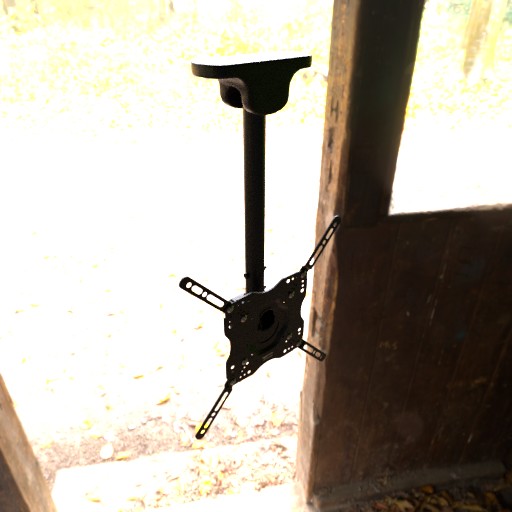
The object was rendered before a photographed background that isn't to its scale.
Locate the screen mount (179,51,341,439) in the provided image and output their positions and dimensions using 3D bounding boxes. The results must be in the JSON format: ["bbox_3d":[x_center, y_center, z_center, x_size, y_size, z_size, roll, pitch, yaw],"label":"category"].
[{"bbox_3d":[0.000,0.000,0.885,0.393,0.729,0.090,-22,38,-32],"label":"screen mount"}]
